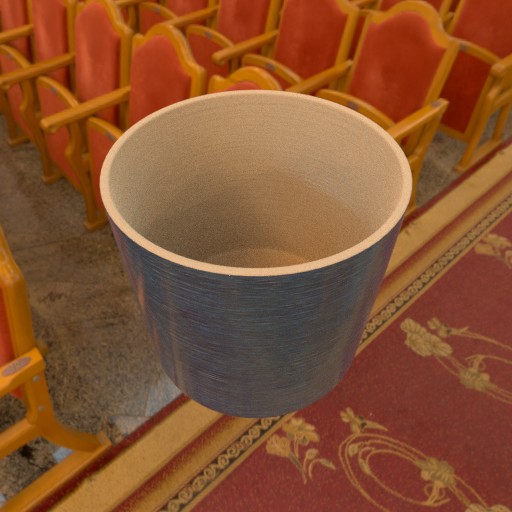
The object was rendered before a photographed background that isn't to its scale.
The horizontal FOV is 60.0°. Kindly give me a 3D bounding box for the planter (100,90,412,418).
[{"bbox_3d":[0.000,0.000,0.395,0.221,0.201,0.221,0,47,0],"label":"planter"}]
